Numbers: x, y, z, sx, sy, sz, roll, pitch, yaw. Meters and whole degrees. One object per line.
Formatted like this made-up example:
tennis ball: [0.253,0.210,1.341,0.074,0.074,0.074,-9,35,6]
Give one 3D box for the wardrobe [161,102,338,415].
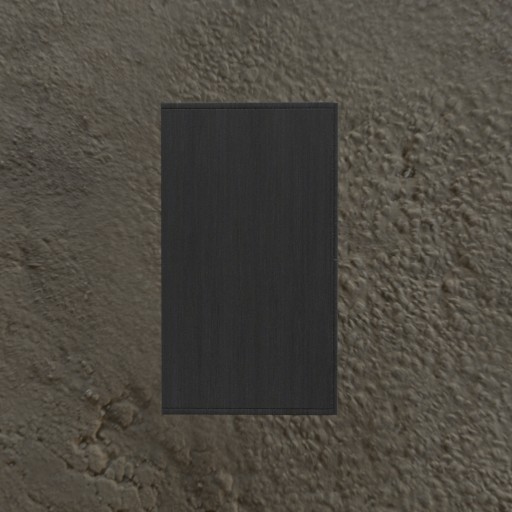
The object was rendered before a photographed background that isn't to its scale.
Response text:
wardrobe: [0.000,0.000,2.306,0.577,1.808,0.991,0,91,1]
